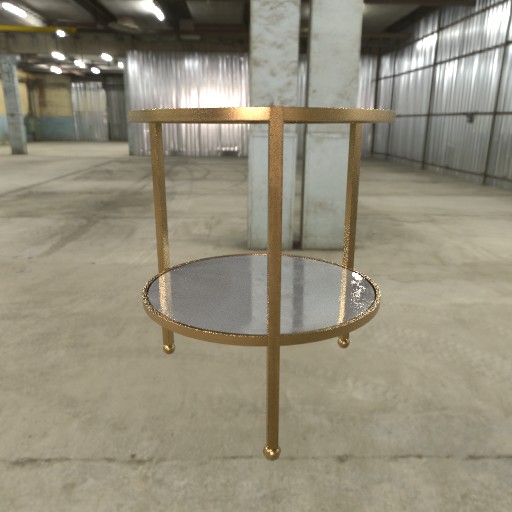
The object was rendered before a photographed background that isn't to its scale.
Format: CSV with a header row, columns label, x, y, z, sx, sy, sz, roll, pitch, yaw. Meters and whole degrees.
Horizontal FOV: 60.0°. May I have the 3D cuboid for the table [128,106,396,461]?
label,x,y,z,sx,sy,sz,roll,pitch,yaw
table,0.000,0.000,0.438,0.243,0.269,0.231,8,18,25
